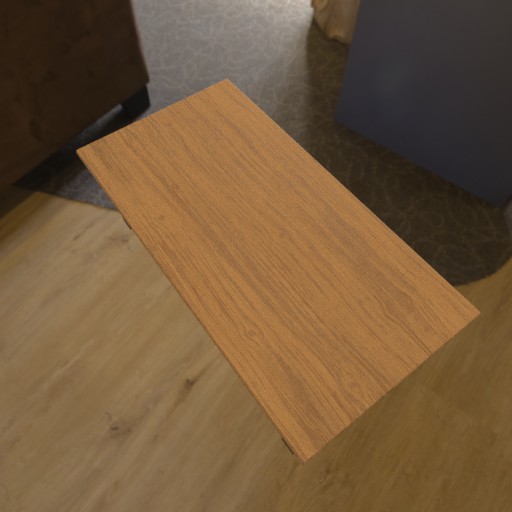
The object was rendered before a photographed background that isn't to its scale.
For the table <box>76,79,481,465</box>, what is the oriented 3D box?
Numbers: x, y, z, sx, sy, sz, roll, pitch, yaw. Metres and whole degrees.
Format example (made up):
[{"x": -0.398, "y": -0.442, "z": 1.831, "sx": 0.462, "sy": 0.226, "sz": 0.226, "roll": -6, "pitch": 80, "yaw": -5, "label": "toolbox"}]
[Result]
[{"x": 0.000, "y": 0.000, "z": 1.678, "sx": 0.693, "sy": 0.445, "sz": 1.331, "roll": -33, "pitch": 65, "yaw": -18, "label": "table"}]
